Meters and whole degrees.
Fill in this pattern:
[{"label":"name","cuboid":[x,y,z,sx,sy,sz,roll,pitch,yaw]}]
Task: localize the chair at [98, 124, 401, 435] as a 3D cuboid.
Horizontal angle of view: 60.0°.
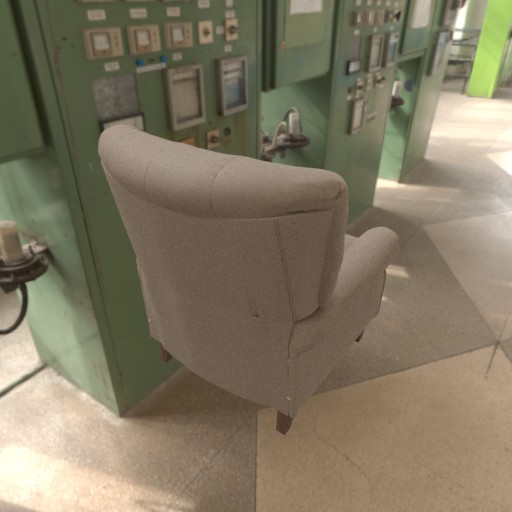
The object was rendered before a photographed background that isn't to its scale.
[{"label":"chair","cuboid":[0.000,0.000,1.882,0.999,1.138,1.041,21,37,31]}]
